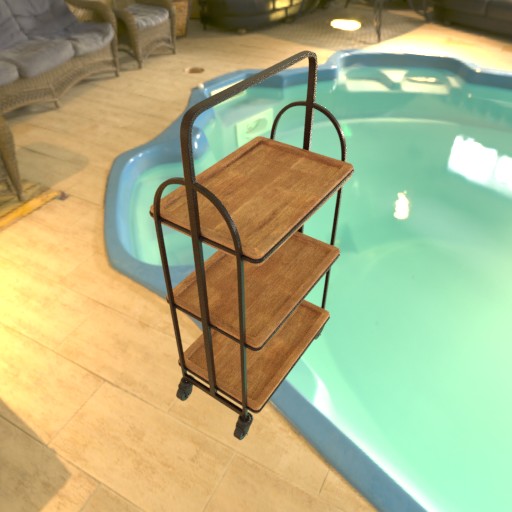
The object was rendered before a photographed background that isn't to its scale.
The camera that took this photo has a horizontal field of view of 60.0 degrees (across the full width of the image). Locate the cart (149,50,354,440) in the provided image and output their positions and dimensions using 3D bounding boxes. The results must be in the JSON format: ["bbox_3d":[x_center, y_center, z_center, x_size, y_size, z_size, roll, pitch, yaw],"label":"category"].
[{"bbox_3d":[0.000,0.000,1.260,0.327,1.001,0.553,24,46,25],"label":"cart"}]
